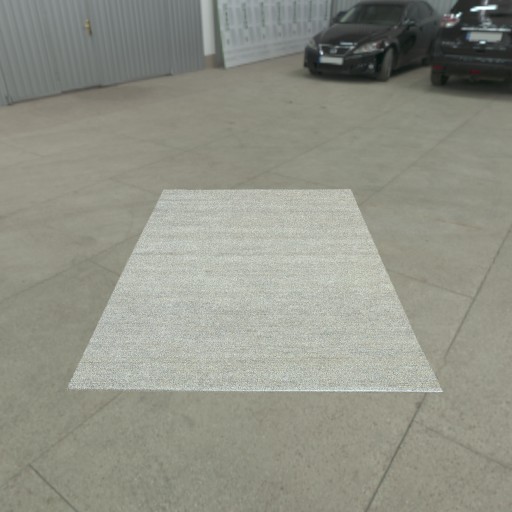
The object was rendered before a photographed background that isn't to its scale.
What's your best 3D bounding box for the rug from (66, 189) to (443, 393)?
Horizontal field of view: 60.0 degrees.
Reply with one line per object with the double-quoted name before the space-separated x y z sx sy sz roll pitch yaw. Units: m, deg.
"rug" 0.000 0.000 2.867 1.624 0.030 2.264 0 31 1
